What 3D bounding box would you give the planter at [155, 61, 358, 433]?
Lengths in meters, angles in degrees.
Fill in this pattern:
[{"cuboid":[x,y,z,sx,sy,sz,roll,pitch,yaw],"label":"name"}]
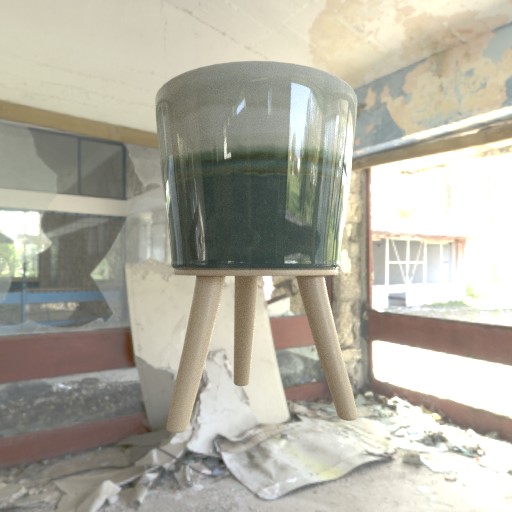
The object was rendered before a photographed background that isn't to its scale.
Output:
[{"cuboid":[0.000,0.000,0.482,0.217,0.331,0.217,0,-1,2],"label":"planter"}]
